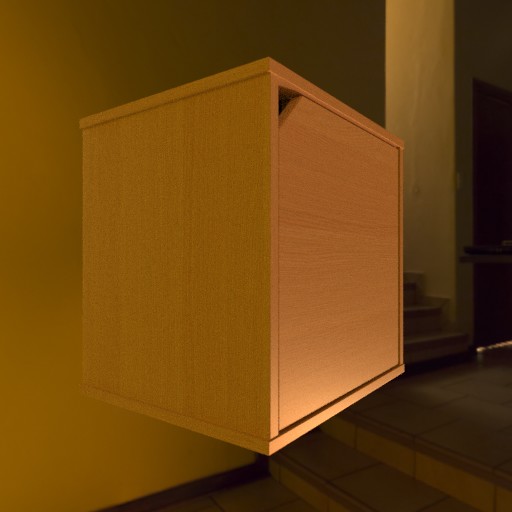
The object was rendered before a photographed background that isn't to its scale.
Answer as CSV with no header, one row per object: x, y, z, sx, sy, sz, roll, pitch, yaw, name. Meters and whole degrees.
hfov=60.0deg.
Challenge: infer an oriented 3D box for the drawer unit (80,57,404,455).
0.000,0.000,0.608,0.290,0.344,0.349,0,0,37,drawer unit
